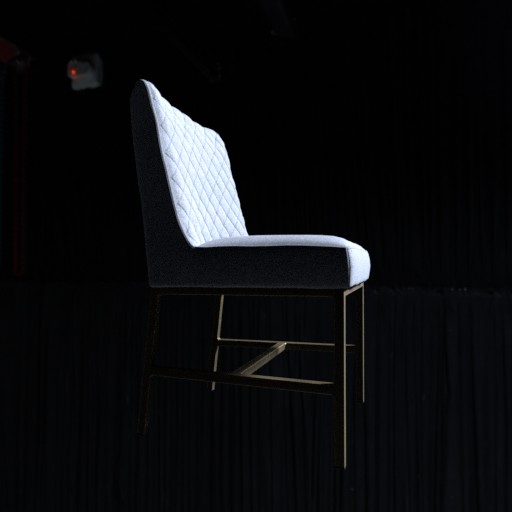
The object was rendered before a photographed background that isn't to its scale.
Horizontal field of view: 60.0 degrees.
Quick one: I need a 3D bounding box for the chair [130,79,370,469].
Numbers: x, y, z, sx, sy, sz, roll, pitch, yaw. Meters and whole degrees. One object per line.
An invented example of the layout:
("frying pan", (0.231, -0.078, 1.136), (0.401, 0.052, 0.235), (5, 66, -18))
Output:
("chair", (0.000, 0.000, 1.231), (0.587, 0.889, 0.508), (0, -1, 18))
